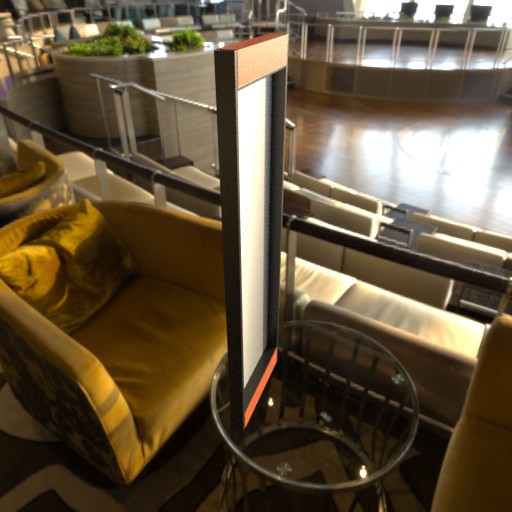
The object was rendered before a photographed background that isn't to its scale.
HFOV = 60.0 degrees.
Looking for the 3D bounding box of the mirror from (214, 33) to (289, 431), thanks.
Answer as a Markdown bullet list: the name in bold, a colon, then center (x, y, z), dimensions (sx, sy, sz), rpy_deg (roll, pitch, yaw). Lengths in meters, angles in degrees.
- **mirror**: center (0.000, 0.000, 1.277), dimensions (0.047, 1.123, 0.343), rpy_deg (11, 34, 18)
